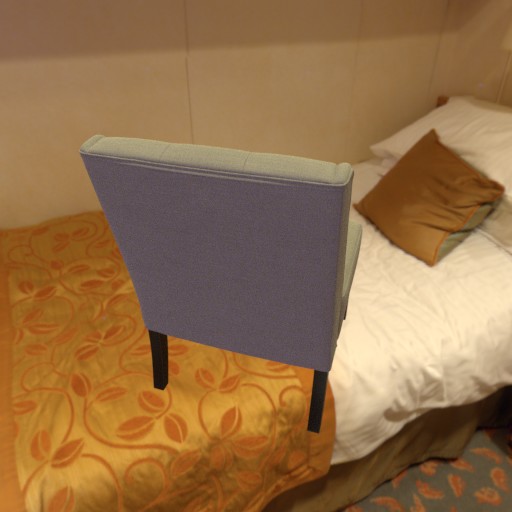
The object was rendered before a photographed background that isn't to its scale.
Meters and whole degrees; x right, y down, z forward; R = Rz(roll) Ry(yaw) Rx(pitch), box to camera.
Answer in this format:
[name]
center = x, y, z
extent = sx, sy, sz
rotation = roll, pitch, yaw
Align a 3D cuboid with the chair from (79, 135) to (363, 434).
[chair]
center = 0.000, 0.000, 1.320
extent = 0.569, 0.853, 0.676
rotation = 10, 34, 15
